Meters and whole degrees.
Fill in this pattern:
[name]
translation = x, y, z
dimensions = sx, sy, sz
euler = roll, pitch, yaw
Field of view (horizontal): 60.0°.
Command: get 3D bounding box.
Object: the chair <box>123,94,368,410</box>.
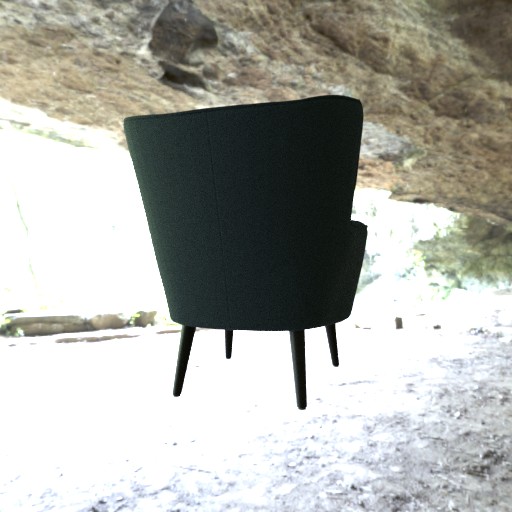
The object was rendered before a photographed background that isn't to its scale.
[chair]
translation = 0.000, 0.000, 1.609
dimensions = 0.781, 0.933, 0.888
euler = 0, 0, 17
